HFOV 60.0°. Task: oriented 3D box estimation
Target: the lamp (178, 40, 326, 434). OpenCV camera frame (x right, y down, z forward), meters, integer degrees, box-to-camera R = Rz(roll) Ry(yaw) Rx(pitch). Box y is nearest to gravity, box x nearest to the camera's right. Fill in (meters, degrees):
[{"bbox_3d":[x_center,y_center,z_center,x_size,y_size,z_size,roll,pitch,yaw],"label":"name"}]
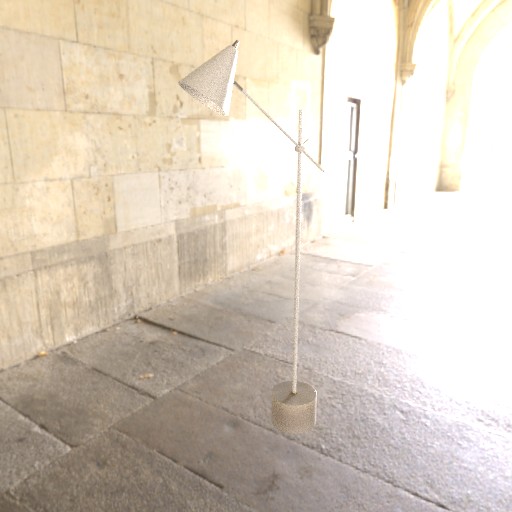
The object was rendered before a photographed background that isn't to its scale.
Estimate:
[{"bbox_3d":[0.000,0.000,1.612,0.508,1.430,0.223,-3,15,-10],"label":"lamp"}]
